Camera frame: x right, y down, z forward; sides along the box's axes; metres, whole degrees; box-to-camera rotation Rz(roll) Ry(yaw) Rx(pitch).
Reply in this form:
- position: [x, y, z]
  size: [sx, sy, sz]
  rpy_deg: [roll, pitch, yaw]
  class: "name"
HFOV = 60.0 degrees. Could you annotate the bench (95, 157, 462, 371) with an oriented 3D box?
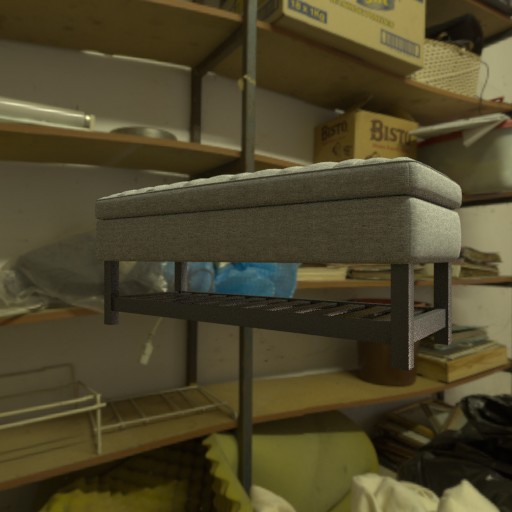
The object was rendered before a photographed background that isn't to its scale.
- position: [0.000, 0.000, 1.357]
  size: [1.100, 0.470, 0.429]
  rpy_deg: [0, 0, 37]
  class: "bench"
